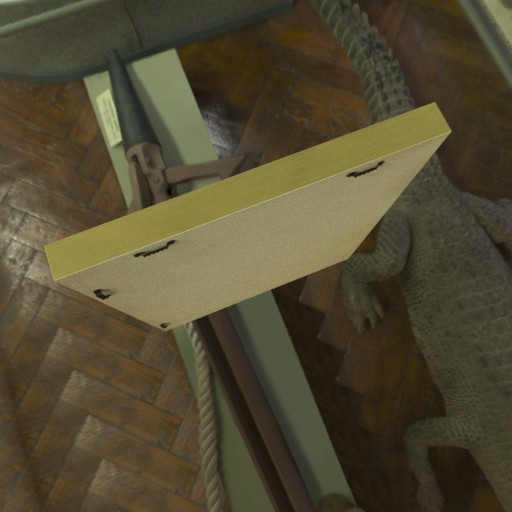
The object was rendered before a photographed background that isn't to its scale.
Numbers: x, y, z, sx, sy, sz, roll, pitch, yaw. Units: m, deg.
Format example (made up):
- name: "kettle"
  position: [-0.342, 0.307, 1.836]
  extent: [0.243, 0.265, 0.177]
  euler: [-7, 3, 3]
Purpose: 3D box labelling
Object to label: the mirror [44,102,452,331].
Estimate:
- name: "mirror"
  position: [0.000, 0.000, 0.668]
  extent: [0.405, 0.508, 0.041]
  euler: [-21, 76, -5]
